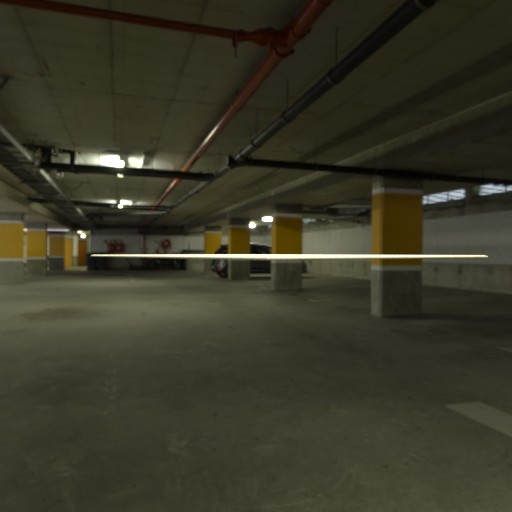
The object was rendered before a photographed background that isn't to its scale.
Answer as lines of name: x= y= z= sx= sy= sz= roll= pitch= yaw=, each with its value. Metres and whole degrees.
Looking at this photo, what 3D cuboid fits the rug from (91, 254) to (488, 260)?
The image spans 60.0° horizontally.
rug: x=0.000 y=0.000 z=3.519 sx=1.819 sy=0.018 sz=2.746 roll=0 pitch=0 yaw=-35
